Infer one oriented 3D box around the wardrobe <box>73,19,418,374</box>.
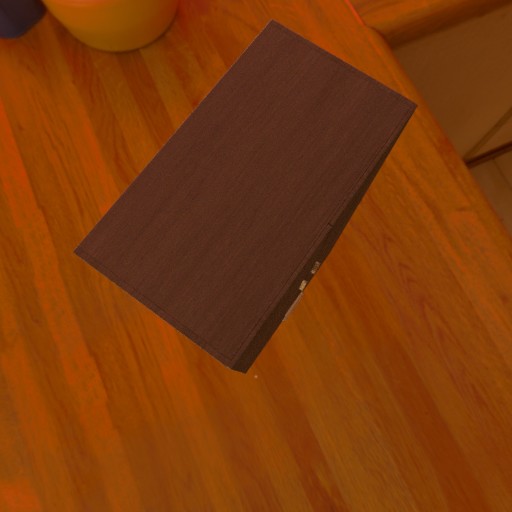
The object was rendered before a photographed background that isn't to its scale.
[{"bbox_3d":[0.000,0.000,2.194,0.577,1.808,0.991,35,78,9],"label":"wardrobe"}]
